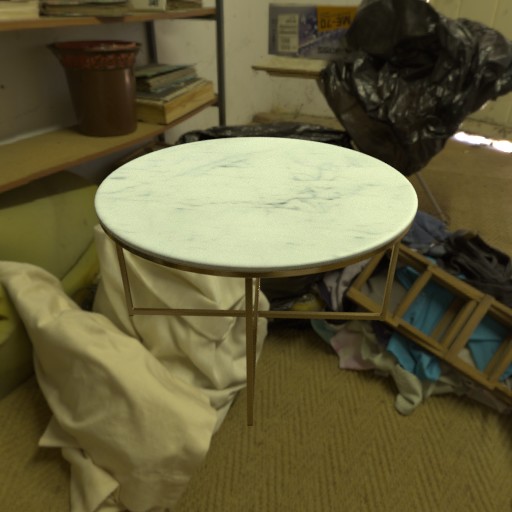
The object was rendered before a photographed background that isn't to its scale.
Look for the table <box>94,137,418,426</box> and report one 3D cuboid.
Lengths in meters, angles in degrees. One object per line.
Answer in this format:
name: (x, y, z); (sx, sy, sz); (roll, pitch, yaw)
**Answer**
table: (0.000, 0.000, 1.262); (0.800, 0.450, 0.800); (0, 31, 0)
